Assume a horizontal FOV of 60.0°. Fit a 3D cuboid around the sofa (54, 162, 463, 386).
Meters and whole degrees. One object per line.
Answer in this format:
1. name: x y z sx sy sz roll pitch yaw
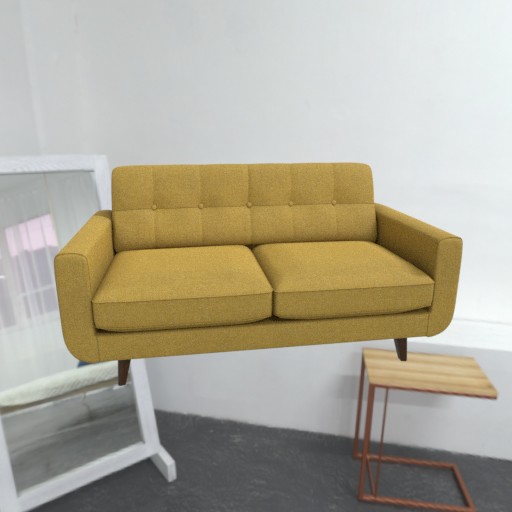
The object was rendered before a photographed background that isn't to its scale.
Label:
1. sofa: 0.000 0.000 2.167 1.631 0.841 0.909 -3 17 -9
